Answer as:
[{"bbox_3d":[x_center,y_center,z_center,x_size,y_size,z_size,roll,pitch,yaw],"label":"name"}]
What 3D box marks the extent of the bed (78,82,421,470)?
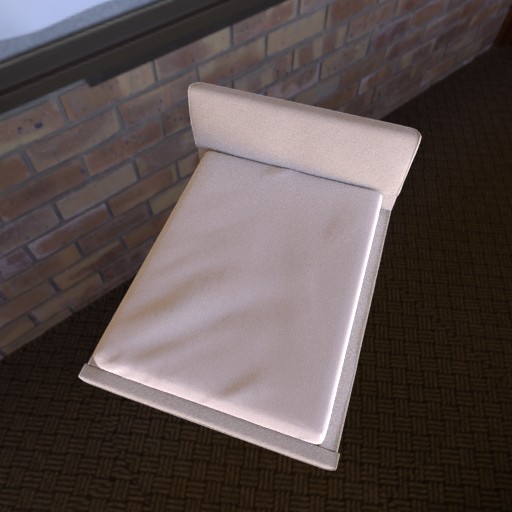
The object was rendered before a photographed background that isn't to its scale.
[{"bbox_3d":[0.000,0.000,3.512,1.980,1.126,2.498,16,58,10],"label":"bed"}]
